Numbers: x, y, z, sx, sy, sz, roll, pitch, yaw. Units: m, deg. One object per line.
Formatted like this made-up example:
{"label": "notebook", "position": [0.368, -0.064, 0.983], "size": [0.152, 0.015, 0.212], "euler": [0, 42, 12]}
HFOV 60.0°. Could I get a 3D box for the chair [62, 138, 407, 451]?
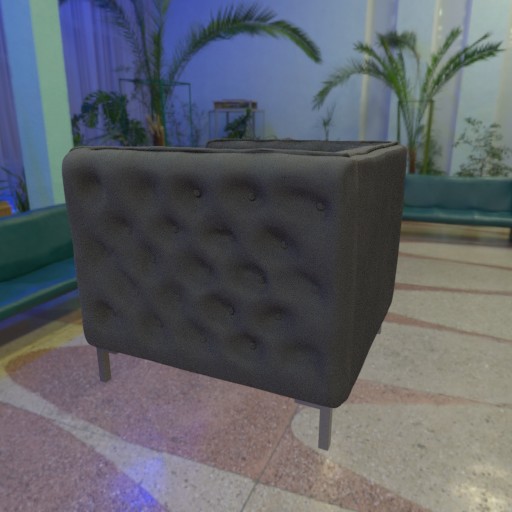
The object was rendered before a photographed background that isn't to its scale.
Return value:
{"label": "chair", "position": [0.000, 0.000, 1.622], "size": [0.913, 0.807, 0.946], "euler": [7, 18, 24]}
